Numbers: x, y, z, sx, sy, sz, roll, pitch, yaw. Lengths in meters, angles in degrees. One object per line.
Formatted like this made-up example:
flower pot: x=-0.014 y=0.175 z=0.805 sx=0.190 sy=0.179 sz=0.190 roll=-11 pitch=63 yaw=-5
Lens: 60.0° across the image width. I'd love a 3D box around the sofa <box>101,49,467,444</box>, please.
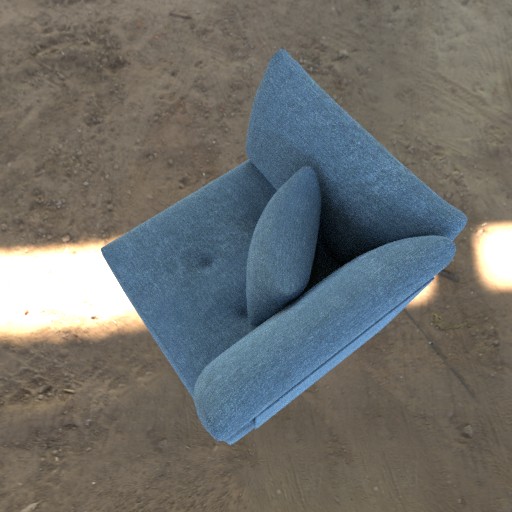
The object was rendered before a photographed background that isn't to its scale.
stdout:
sofa: x=0.000 y=0.000 z=1.730 sx=1.000 sy=0.820 sz=1.000 roll=-34 pitch=70 yaw=-15
